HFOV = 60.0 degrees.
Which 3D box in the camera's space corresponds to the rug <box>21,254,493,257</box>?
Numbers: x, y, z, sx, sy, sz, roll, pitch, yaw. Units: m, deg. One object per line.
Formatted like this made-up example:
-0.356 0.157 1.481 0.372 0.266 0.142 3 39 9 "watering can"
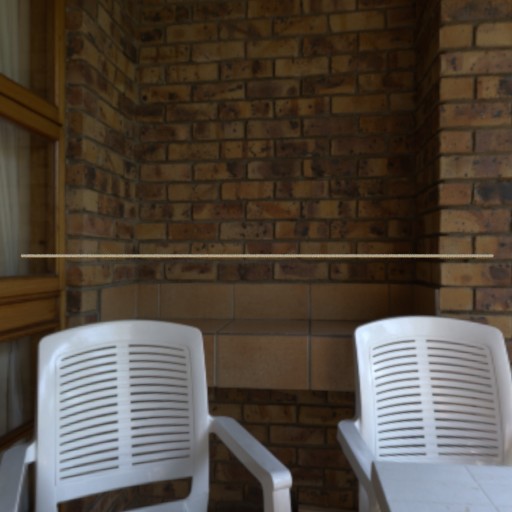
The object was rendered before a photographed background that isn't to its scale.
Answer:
0.000 0.000 2.482 2.297 0.013 0.661 0 0 1 "rug"
